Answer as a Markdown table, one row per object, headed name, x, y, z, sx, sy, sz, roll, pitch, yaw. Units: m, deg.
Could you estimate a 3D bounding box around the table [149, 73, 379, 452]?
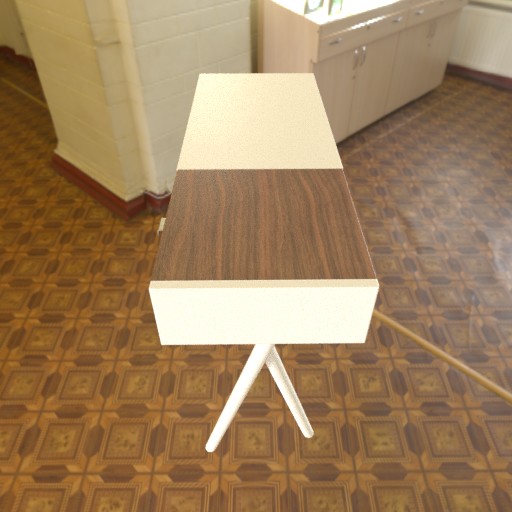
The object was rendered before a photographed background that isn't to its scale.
| name | x | y | z | sx | sy | sz | roll | pitch | yaw |
| --- | --- | --- | --- | --- | --- | --- | --- | --- | --- |
| table | 0.000 | 0.000 | 1.422 | 0.418 | 0.785 | 1.066 | 0 | 41 | -1 |
